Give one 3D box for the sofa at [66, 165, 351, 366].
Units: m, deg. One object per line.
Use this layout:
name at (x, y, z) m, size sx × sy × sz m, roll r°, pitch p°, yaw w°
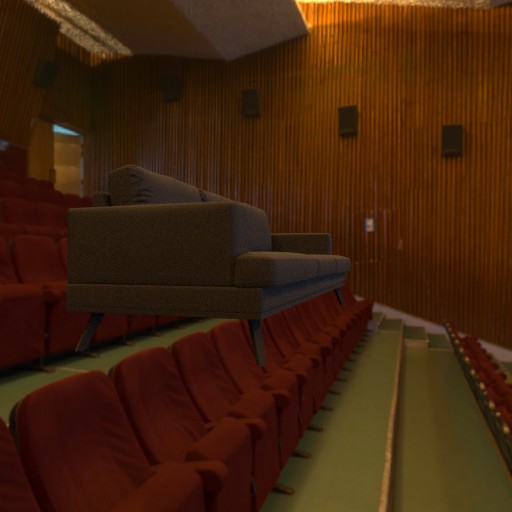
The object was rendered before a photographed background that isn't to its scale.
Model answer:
sofa at (0.000, 0.000, 2.790) m, size 0.920 × 0.810 × 2.310 m, roll 0°, pitch 0°, yaw 19°
